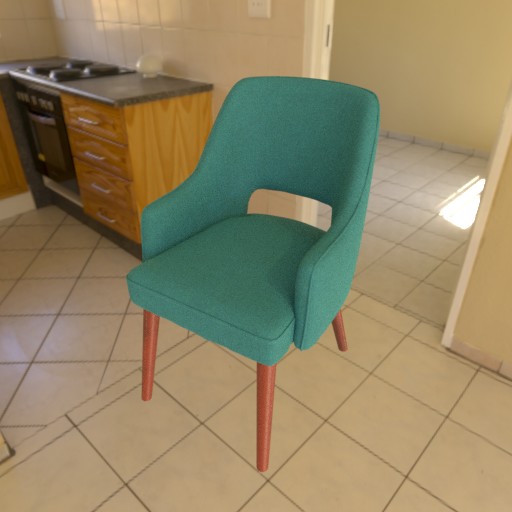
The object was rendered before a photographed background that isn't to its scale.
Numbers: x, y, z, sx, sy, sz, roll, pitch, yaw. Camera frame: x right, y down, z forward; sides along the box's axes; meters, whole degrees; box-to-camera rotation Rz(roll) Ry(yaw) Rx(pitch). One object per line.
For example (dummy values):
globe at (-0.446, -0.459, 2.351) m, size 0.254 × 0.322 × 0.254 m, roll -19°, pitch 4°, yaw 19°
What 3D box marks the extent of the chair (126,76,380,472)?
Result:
chair at (0.000, 0.000, 1.231) m, size 0.548 × 0.849 × 0.605 m, roll 19°, pitch 36°, yaw 28°
